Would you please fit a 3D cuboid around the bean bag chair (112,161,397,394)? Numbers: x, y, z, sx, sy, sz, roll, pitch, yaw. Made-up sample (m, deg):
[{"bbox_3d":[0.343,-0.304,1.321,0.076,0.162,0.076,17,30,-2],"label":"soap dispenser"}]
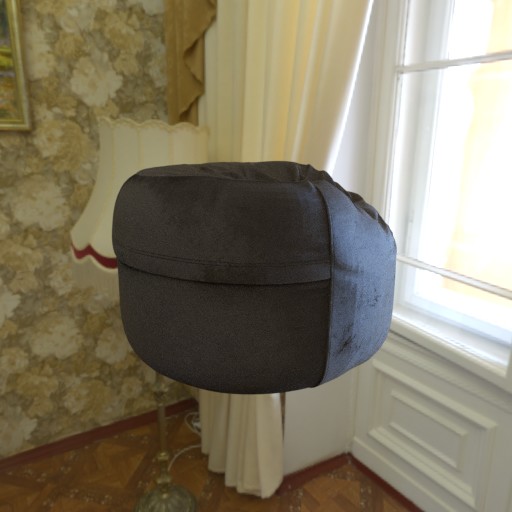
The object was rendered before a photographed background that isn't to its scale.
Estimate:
[{"bbox_3d":[0.000,0.000,1.508,0.918,0.605,0.918,0,16,0],"label":"bean bag chair"}]
